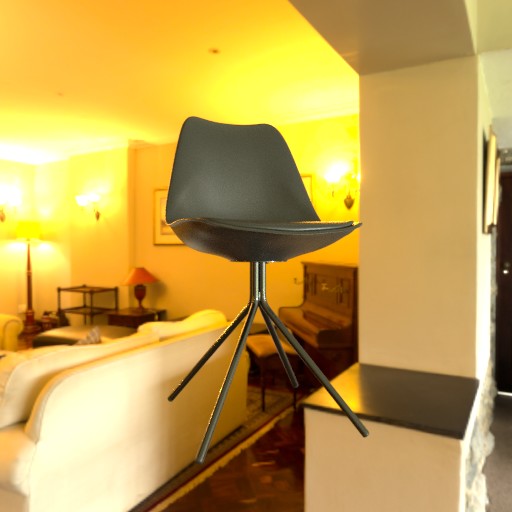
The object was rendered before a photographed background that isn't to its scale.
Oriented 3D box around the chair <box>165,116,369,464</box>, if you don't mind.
[{"bbox_3d":[0.000,0.000,1.174,0.461,0.850,0.525,0,1,-19],"label":"chair"}]
